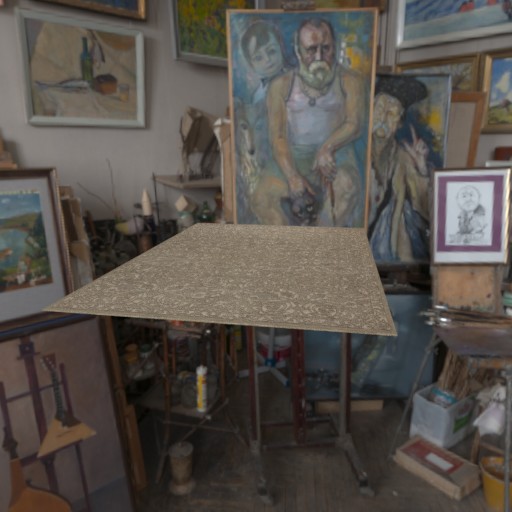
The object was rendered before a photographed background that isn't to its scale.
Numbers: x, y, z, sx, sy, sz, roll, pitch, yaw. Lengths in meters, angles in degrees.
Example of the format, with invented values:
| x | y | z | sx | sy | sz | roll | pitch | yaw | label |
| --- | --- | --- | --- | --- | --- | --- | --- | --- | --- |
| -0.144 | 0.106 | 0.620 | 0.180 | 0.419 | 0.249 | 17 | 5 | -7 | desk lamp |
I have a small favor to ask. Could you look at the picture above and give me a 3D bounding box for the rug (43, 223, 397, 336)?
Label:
| x | y | z | sx | sy | sz | roll | pitch | yaw | label |
| --- | --- | --- | --- | --- | --- | --- | --- | --- | --- |
| 0.000 | 0.000 | 2.351 | 1.221 | 0.006 | 1.827 | 3 | 14 | 10 | rug |
